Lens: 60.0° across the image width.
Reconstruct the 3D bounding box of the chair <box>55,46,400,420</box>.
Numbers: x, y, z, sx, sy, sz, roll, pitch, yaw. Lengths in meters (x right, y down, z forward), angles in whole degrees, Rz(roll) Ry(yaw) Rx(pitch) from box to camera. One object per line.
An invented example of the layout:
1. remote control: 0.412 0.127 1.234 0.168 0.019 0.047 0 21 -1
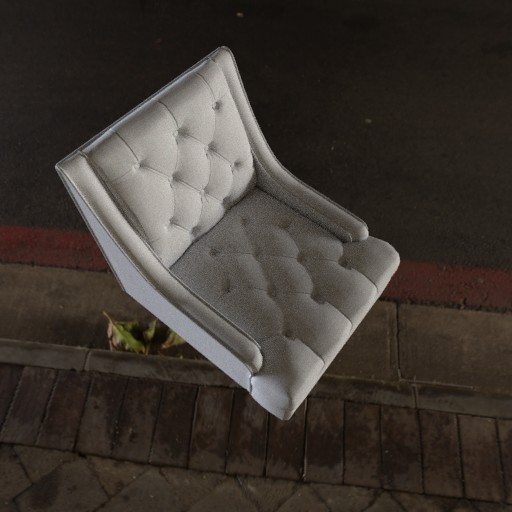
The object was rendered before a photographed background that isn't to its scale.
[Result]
1. chair: 0.000 0.000 1.455 0.772 0.891 0.658 34 64 19
